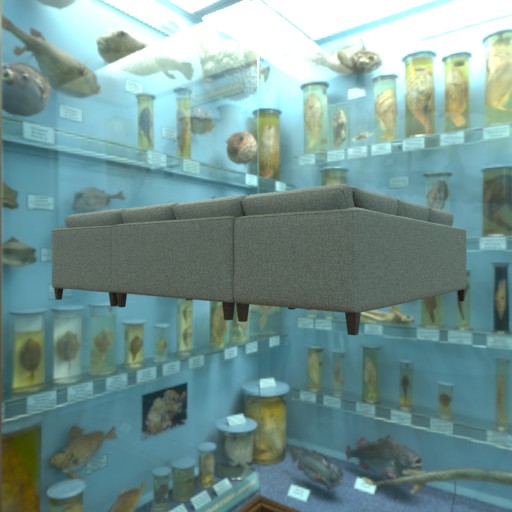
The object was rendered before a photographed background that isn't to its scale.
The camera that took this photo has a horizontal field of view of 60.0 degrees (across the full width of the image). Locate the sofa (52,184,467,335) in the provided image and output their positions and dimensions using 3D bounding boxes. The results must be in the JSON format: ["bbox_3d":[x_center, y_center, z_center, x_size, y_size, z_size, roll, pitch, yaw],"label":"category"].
[{"bbox_3d":[0.000,0.000,4.462,3.403,0.889,2.551,0,0,38],"label":"sofa"}]
